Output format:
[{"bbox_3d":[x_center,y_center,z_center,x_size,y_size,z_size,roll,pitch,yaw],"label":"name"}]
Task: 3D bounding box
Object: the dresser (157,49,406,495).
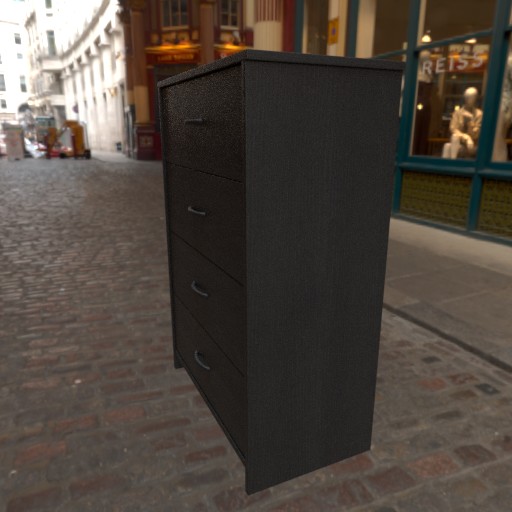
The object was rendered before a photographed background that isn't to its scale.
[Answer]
[{"bbox_3d":[0.000,0.000,1.334,0.398,1.020,0.700,-8,18,-24],"label":"dresser"}]
